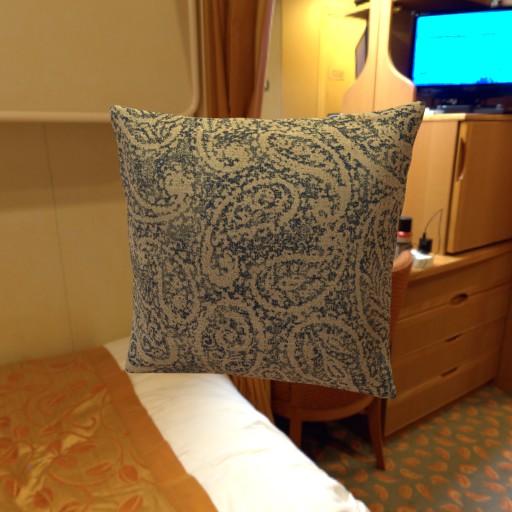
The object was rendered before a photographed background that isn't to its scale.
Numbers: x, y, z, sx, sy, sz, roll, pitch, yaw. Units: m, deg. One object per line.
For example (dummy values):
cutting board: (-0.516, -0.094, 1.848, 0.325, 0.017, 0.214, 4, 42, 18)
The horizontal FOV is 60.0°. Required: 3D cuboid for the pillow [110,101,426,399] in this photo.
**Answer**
pillow: (0.000, 0.000, 0.780, 0.523, 0.510, 0.166, 3, 16, 9)
